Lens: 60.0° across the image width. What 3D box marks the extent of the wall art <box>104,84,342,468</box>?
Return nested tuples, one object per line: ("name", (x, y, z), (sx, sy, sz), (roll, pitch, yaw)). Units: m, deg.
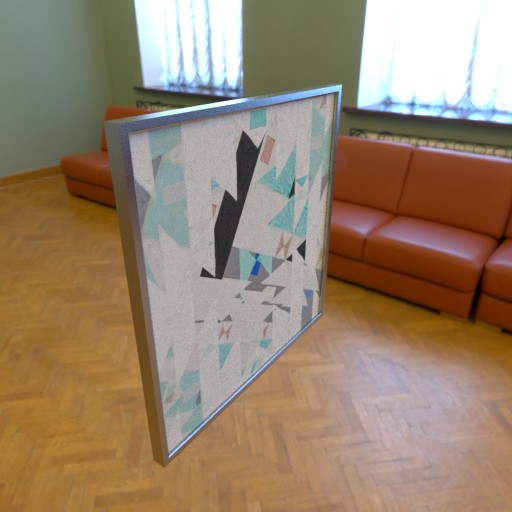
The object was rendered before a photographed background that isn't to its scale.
("wall art", (0.000, 0.000, 1.193), (0.038, 0.806, 0.806), (18, 31, 32))
